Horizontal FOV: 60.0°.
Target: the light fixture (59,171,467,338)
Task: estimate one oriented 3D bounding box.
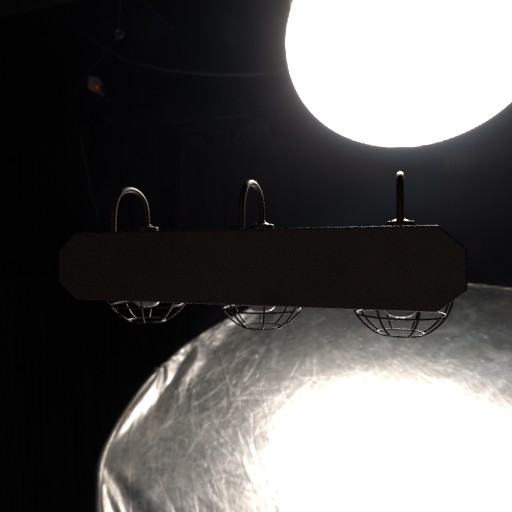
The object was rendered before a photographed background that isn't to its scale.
[{"bbox_3d":[0.000,0.000,0.764,0.634,0.254,0.229,0,0,18],"label":"light fixture"}]
